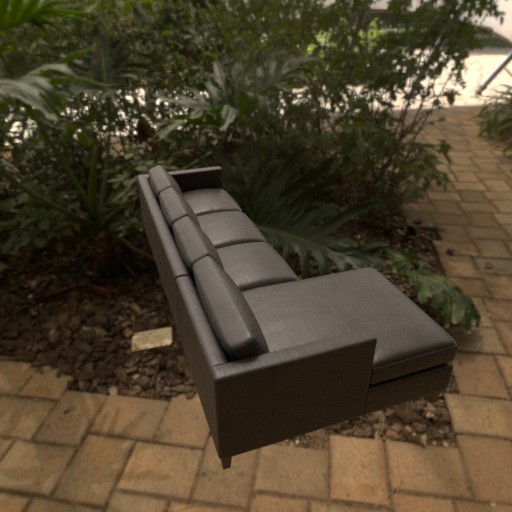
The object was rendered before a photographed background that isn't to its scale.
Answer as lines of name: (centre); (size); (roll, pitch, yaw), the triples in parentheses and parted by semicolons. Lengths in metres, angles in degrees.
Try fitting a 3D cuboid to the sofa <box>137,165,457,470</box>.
sofa: (0.000, 0.000, 3.843); (1.581, 0.883, 3.203); (-10, 31, -17)
